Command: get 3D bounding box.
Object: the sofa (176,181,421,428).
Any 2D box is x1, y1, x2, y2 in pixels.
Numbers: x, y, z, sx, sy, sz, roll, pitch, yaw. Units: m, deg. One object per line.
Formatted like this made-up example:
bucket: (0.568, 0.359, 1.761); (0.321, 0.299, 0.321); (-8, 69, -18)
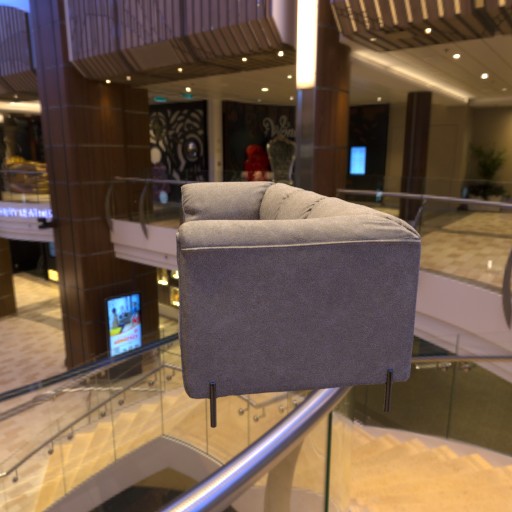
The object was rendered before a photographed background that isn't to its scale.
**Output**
sofa: (0.000, 0.000, 2.633); (0.899, 0.758, 2.238); (-2, 13, -9)
